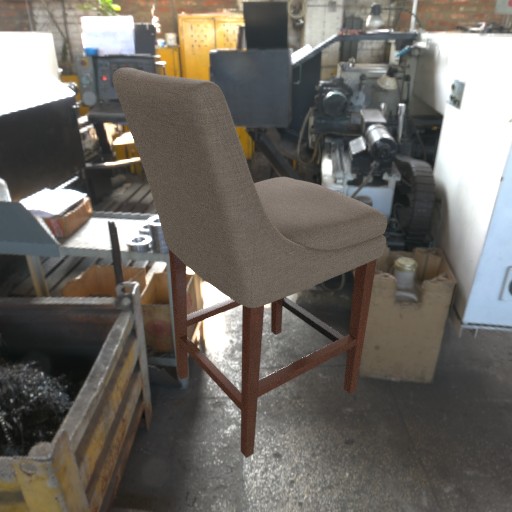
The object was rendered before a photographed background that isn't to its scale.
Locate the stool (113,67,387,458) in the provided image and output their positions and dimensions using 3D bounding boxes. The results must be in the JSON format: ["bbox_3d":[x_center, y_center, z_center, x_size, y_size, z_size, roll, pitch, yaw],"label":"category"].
[{"bbox_3d":[0.000,0.000,1.252,0.577,0.981,0.470,-19,33,-32],"label":"stool"}]
